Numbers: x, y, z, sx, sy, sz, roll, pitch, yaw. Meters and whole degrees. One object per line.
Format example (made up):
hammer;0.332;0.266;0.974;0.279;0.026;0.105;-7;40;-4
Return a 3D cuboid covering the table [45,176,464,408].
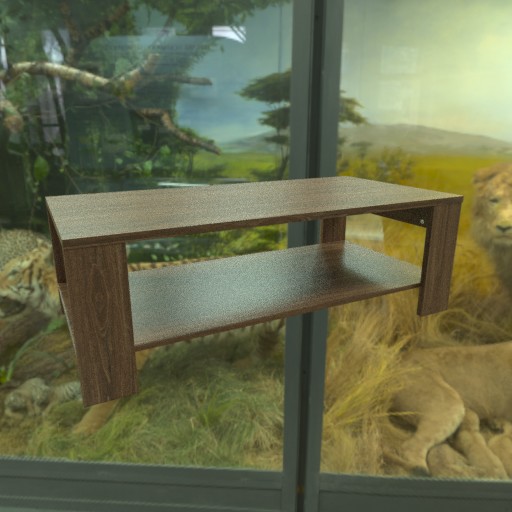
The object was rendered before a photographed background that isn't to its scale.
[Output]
table;0.000;0.000;1.478;1.200;0.400;0.600;-9;19;-26
